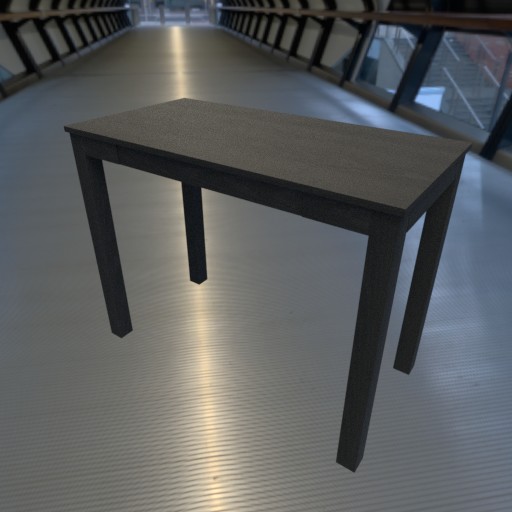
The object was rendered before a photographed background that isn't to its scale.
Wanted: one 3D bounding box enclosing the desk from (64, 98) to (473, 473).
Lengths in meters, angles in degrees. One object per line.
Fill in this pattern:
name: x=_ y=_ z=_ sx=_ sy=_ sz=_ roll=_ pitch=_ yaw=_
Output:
desk: x=0.000 y=0.000 z=1.385 sx=0.991 sy=0.762 sz=0.499 roll=20 pitch=36 yaw=30
